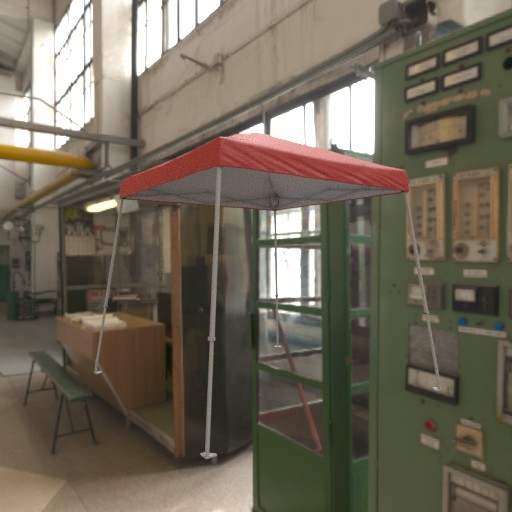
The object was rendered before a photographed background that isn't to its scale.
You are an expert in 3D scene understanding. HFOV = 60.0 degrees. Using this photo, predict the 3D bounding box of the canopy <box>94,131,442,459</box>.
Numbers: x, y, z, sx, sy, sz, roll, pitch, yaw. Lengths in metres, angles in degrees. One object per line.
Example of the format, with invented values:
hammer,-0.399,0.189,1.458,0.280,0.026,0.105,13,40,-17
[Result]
canopy,0.000,0.000,6.418,3.600,3.600,3.599,0,0,-35
